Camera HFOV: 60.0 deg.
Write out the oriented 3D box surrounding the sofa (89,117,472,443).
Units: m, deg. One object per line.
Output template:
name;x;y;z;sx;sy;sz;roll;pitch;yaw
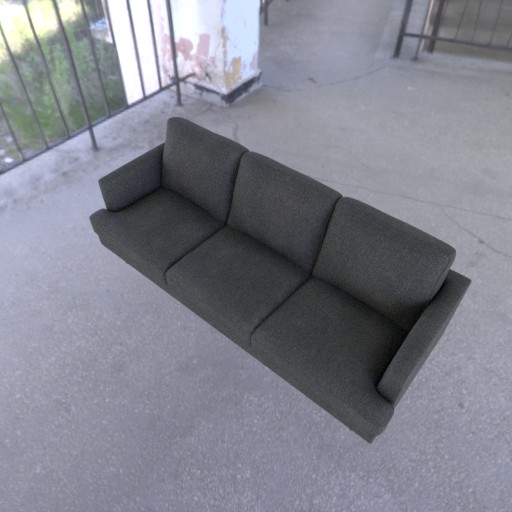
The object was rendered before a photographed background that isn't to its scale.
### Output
sofa;0.000;0.000;2.714;2.246;0.930;0.903;31;54;26
